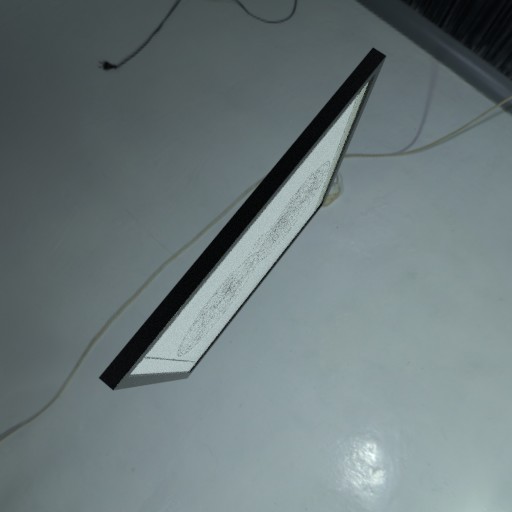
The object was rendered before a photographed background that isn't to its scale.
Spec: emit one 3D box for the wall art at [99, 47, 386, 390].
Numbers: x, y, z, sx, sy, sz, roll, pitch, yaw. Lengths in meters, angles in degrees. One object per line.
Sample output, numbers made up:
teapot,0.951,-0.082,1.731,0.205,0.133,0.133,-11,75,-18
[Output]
wall art,0.000,0.000,1.148,0.031,0.775,0.773,37,79,9
